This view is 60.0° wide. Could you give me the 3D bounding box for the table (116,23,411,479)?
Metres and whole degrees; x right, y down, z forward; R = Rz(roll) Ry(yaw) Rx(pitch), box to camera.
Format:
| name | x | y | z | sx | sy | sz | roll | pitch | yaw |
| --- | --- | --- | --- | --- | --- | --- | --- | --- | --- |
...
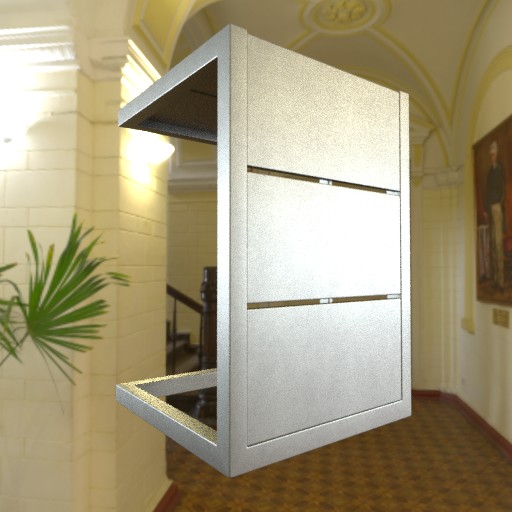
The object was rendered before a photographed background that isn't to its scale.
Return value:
| name | x | y | z | sx | sy | sz | roll | pitch | yaw |
| --- | --- | --- | --- | --- | --- | --- | --- | --- | --- |
| table | 0.000 | 0.000 | 0.872 | 0.405 | 0.609 | 0.420 | 1 | -2 | -37 |
